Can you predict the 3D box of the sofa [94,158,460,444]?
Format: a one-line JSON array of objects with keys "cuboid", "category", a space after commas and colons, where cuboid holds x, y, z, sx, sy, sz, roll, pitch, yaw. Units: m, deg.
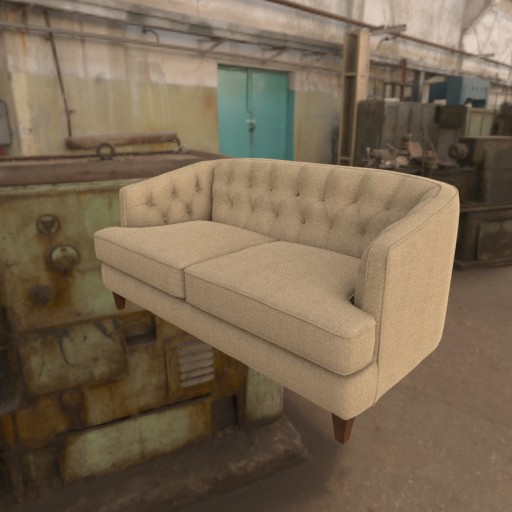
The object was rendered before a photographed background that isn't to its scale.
[{"cuboid": [0.000, 0.000, 2.216, 0.941, 0.855, 1.733, -17, 24, -42], "category": "sofa"}]
